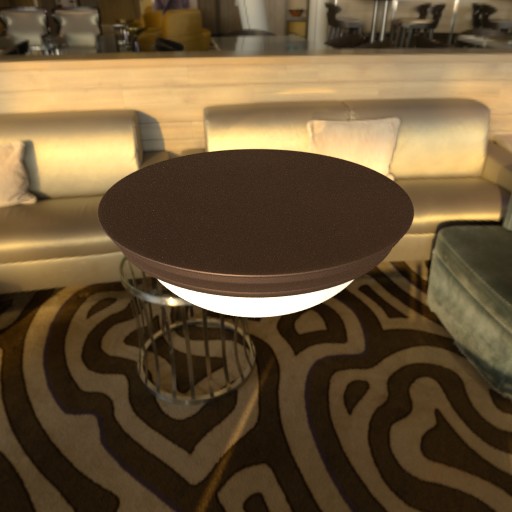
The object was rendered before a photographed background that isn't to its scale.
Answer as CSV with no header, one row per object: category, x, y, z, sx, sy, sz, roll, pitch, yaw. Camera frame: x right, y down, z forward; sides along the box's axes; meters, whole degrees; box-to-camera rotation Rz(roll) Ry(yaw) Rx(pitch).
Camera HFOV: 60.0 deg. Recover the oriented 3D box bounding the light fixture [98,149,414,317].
light fixture,0.000,0.000,0.444,0.280,0.135,0.280,0,30,0
